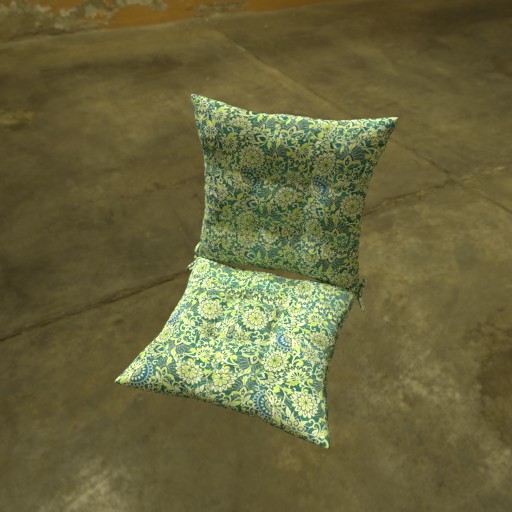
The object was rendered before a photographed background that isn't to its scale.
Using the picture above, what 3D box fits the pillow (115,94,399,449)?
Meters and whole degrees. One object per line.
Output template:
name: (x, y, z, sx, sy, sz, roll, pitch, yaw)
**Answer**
pillow: (0.000, 0.000, 1.033, 0.541, 0.536, 0.585, 12, 42, 14)
